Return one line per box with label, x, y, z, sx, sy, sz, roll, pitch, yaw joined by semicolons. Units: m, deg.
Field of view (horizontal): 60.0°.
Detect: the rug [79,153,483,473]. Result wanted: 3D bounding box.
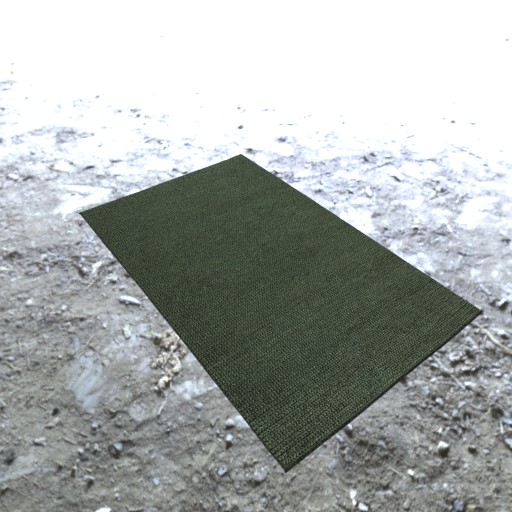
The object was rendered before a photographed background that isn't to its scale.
rug;0.000;0.000;3.000;1.538;0.021;2.443;-27;48;-27
